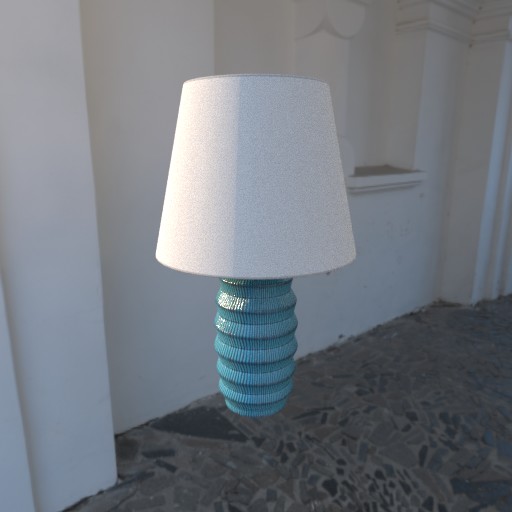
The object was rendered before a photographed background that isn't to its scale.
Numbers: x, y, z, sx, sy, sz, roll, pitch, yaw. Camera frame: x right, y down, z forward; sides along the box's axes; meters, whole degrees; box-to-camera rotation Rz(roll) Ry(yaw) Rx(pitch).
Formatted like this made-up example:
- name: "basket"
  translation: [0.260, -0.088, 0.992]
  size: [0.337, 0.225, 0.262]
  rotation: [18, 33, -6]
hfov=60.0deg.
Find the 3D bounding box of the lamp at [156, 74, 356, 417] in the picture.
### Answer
- name: "lamp"
  translation: [0.000, 0.000, 0.804]
  size: [0.355, 0.582, 0.355]
  rotation: [0, 14, 0]
